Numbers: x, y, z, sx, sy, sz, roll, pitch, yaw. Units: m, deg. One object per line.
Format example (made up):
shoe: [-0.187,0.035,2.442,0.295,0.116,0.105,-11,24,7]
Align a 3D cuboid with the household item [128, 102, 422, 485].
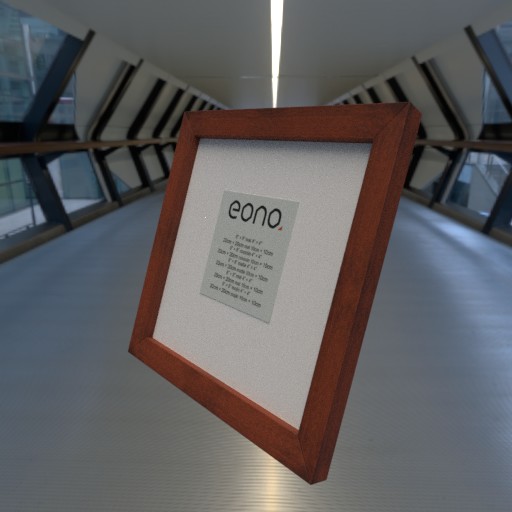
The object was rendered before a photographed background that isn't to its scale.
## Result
household item: [0.000,0.000,0.377,0.131,0.240,0.240,-15,22,-41]
